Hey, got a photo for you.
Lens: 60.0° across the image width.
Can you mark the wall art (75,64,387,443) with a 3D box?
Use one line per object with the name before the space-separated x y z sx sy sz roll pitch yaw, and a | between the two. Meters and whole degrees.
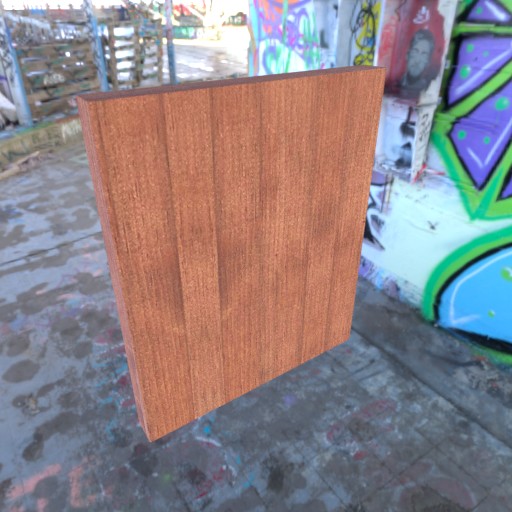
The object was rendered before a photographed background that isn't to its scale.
wall art | 0.000 0.000 0.600 0.377 0.449 0.039 -19 35 -29
